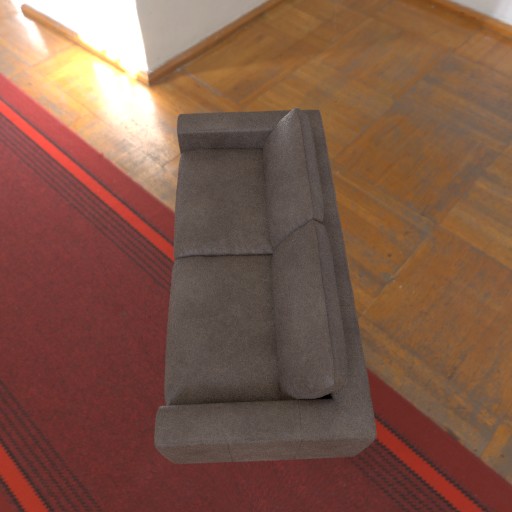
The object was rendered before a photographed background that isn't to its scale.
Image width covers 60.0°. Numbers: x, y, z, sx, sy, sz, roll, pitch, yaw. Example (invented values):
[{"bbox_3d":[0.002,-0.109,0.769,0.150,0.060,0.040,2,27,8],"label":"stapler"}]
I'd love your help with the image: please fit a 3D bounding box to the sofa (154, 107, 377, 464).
[{"bbox_3d":[0.000,0.000,2.771,1.070,0.801,2.262,-2,58,-1],"label":"sofa"}]
